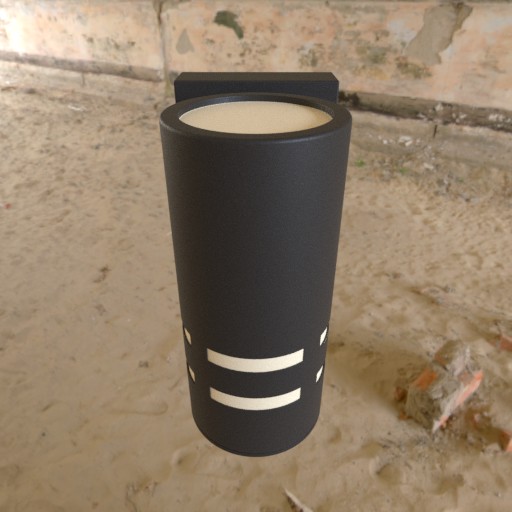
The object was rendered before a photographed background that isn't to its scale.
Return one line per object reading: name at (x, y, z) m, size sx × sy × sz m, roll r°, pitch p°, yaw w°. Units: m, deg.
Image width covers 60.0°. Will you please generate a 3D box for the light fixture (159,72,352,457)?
light fixture at (0.000, 0.000, 0.258) m, size 0.098 × 0.179 × 0.138 m, roll 0°, pitch 31°, yaw 0°
